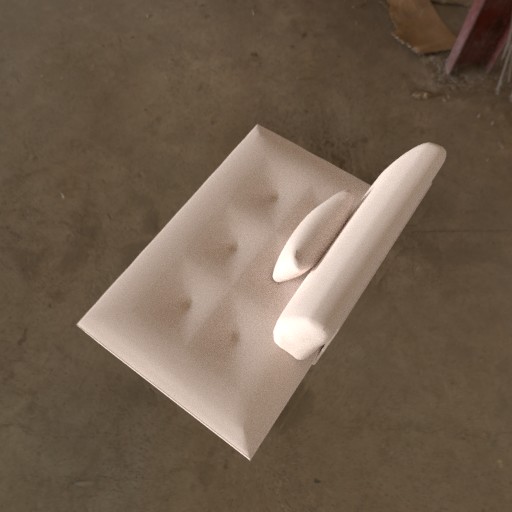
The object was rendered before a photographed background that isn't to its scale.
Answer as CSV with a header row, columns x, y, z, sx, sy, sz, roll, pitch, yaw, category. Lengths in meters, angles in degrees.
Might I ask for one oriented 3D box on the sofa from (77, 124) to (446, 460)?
x,y,z,sx,sy,sz,roll,pitch,yaw,category
0.000,0.000,2.074,1.000,0.820,1.450,32,69,14,sofa
